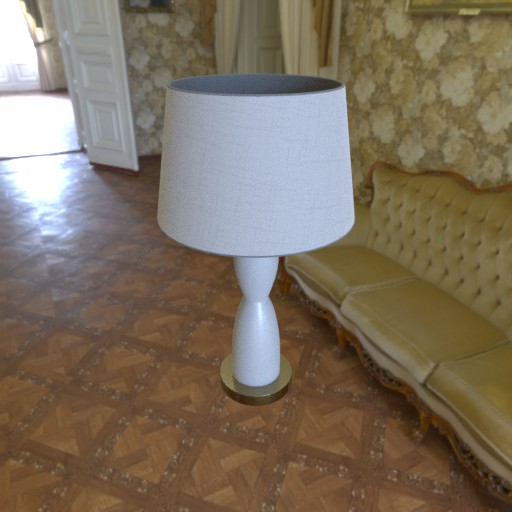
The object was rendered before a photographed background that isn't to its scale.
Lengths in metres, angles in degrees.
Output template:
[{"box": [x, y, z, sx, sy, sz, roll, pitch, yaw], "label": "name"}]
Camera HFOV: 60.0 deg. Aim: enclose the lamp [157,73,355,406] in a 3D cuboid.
[{"box": [0.000, 0.000, 0.743, 0.309, 0.545, 0.309, 0, 28, 0], "label": "lamp"}]
